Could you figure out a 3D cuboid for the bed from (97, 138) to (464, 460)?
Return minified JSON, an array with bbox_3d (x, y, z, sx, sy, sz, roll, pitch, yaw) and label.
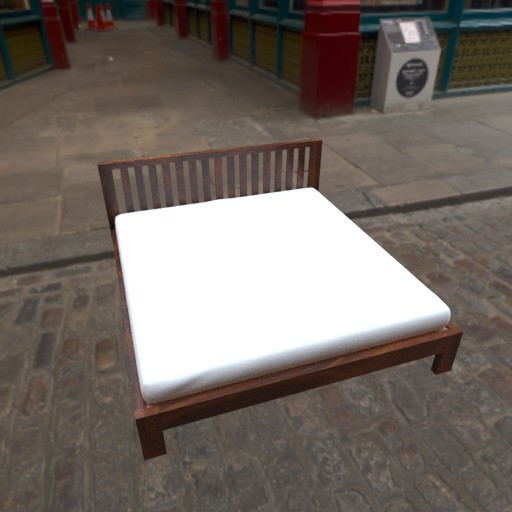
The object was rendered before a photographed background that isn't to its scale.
[{"bbox_3d":[0.000,0.000,3.113,1.905,0.890,2.030,-10,33,-16],"label":"bed"}]
